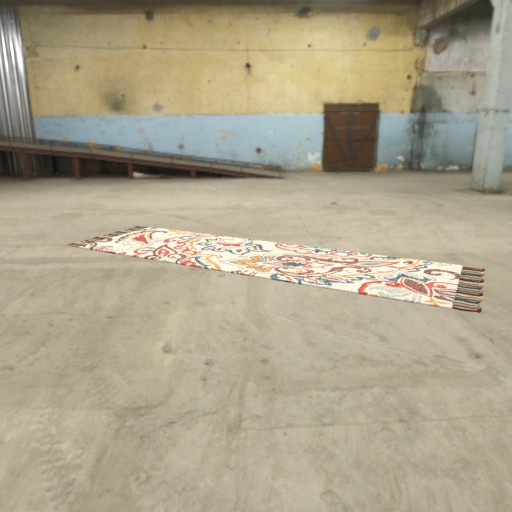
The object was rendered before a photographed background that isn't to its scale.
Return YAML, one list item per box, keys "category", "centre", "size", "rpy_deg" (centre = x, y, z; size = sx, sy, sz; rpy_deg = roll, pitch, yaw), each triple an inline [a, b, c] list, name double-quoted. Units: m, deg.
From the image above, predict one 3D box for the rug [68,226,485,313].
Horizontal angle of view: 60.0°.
- category: "rug"
  centre: [0.000, 0.000, 2.913]
  size: [2.682, 0.015, 0.763]
  rpy_deg: [8, 18, 26]
